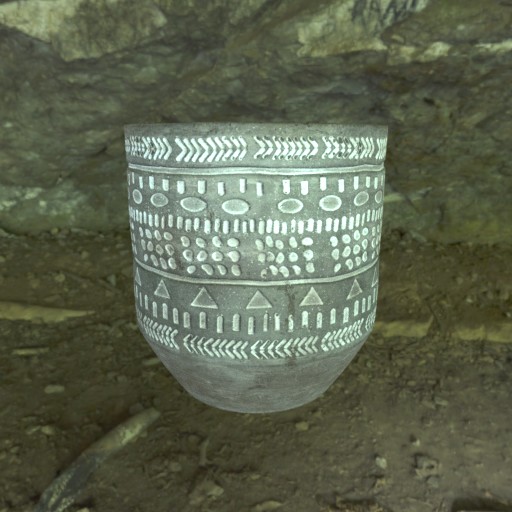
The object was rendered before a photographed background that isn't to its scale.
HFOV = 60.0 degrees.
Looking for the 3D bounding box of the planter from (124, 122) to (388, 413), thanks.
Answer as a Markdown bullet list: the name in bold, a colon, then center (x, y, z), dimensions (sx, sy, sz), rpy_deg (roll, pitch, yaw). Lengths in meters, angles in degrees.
- **planter**: center (0.000, 0.000, 0.264), dimensions (0.142, 0.149, 0.142), rpy_deg (0, 15, 0)
